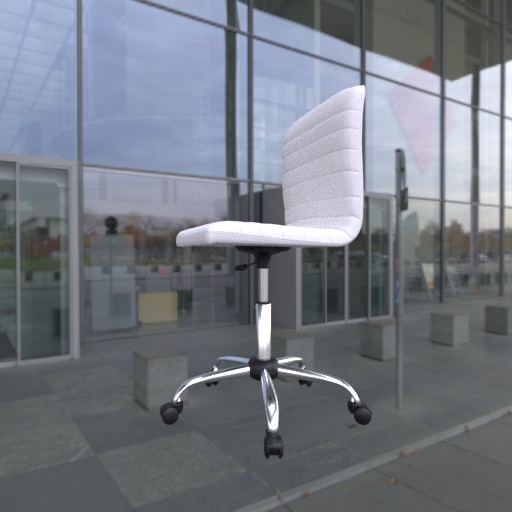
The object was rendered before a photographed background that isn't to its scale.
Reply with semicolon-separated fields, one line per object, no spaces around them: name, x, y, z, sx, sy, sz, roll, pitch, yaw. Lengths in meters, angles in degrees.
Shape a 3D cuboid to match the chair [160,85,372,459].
chair;0.000;0.000;1.064;0.455;0.750;0.520;0;1;-19
